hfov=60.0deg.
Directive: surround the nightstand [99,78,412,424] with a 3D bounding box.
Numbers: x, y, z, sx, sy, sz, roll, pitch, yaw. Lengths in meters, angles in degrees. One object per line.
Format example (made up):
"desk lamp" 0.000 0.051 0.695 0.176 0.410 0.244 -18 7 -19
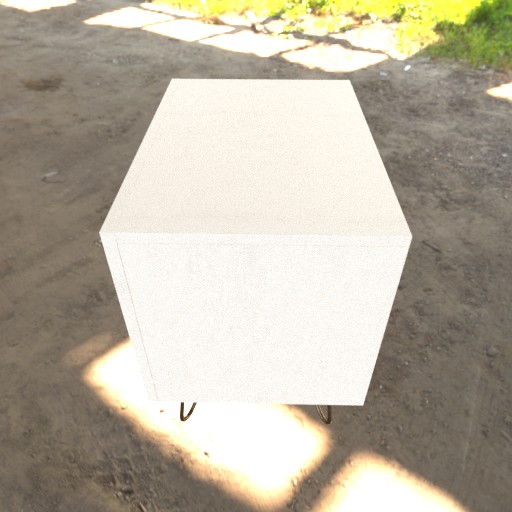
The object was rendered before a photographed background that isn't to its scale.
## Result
"nightstand" 0.000 0.000 1.039 0.447 0.604 0.614 1 41 1
